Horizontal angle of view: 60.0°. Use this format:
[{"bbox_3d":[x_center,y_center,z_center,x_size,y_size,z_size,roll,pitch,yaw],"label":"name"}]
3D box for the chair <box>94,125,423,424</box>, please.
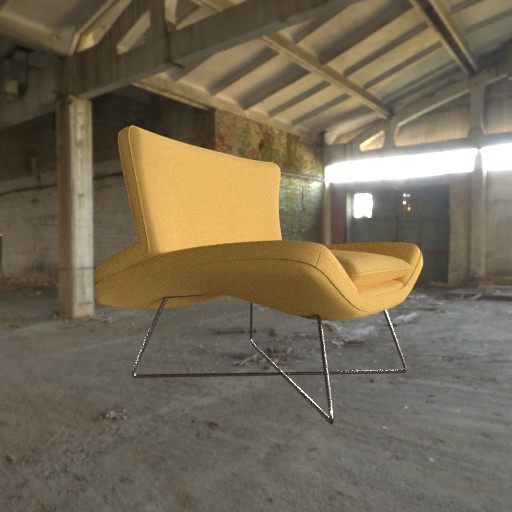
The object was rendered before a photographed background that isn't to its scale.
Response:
[{"bbox_3d":[0.000,0.000,1.648,1.008,0.855,0.859,1,2,37],"label":"chair"}]
